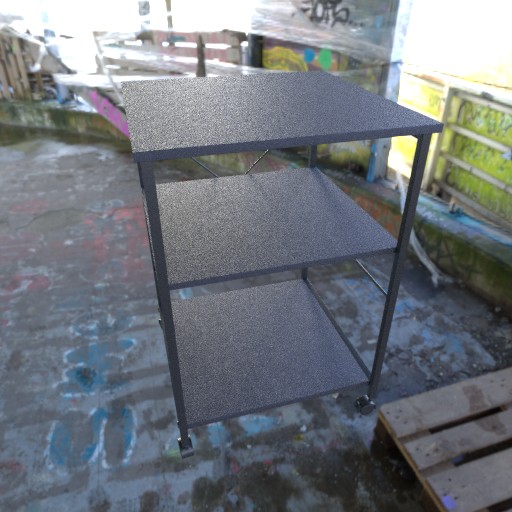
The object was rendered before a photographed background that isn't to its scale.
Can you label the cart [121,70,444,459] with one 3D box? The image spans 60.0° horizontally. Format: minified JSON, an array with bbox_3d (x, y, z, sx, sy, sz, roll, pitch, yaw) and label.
[{"bbox_3d":[0.000,0.000,1.112,0.521,0.762,0.520,-9,34,-14],"label":"cart"}]
